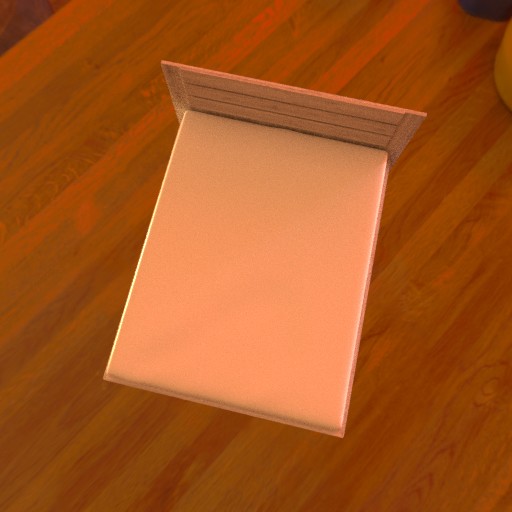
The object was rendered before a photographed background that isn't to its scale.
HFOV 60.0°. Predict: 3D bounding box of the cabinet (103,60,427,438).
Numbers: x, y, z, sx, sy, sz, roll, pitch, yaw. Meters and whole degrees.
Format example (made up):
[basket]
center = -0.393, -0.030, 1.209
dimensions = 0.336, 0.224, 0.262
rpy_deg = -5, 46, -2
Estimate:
[cabinet]
center = 0.000, 0.000, 3.072
dimensions = 1.750, 0.970, 2.080
rpy_deg = 13, 76, 3
